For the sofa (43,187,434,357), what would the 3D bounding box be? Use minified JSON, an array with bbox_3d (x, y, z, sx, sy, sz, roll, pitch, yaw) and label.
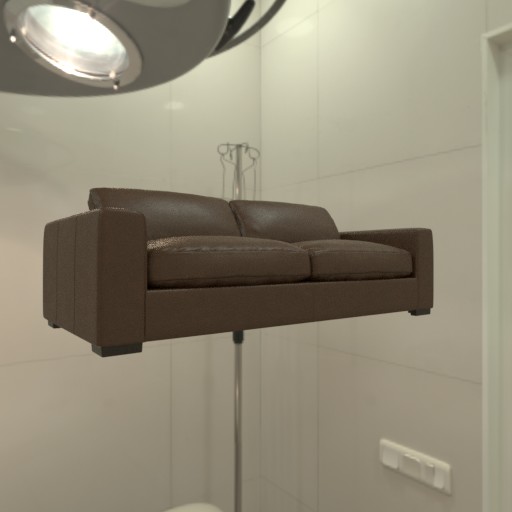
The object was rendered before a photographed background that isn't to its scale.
[{"bbox_3d":[0.000,0.000,2.774,2.262,0.801,1.070,0,0,-36],"label":"sofa"}]
